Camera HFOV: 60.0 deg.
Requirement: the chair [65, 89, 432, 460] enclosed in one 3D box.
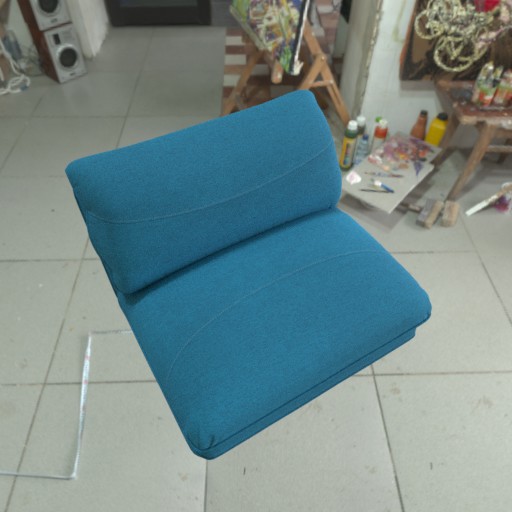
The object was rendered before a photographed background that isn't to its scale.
[{"bbox_3d":[0.000,0.000,1.321,0.820,0.580,0.780,-24,53,-20],"label":"chair"}]
